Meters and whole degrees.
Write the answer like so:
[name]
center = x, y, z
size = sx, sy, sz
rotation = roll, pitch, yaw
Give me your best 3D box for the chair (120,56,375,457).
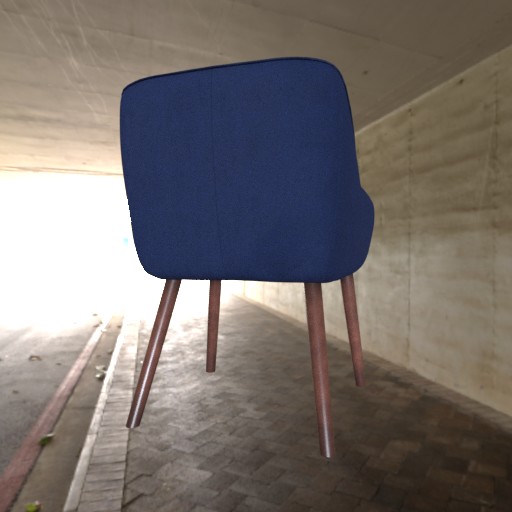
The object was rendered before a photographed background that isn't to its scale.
[chair]
center = 0.000, 0.000, 1.220
size = 0.600, 0.820, 0.600
rotation = 0, 1, 18
